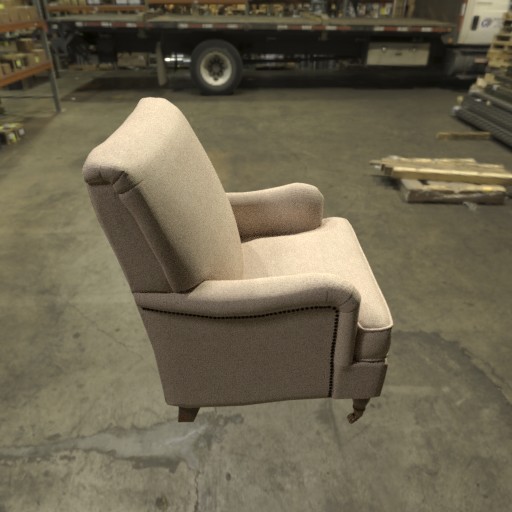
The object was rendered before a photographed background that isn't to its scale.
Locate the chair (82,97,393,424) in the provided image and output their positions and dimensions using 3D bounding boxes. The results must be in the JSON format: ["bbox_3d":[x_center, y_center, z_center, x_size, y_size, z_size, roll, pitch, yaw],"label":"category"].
[{"bbox_3d":[0.000,0.000,1.794,0.953,1.119,0.879,-1,31,-1],"label":"chair"}]
